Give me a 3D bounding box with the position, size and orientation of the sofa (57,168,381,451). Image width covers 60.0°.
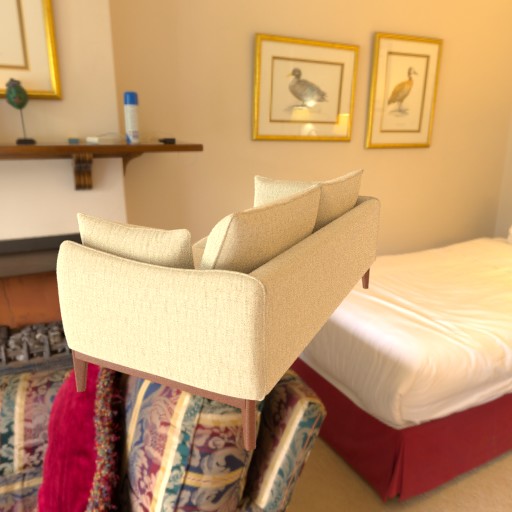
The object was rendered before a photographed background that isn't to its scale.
[{"bbox_3d":[0.000,0.000,2.490,0.991,0.860,1.989,8,18,25],"label":"sofa"}]
